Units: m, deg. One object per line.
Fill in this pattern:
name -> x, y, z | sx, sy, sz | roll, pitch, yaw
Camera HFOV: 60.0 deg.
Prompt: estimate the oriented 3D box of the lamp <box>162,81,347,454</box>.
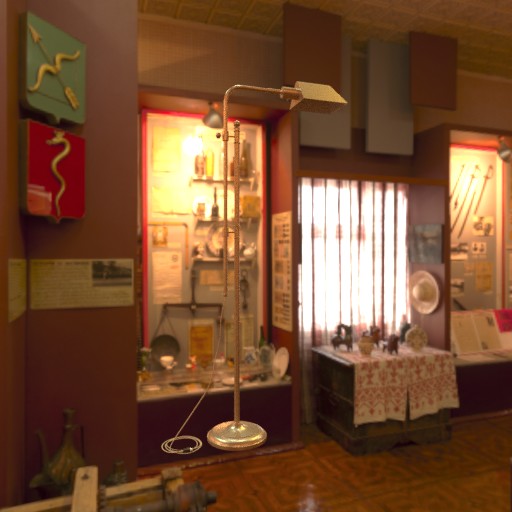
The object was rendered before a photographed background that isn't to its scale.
lamp -> 0.000, 0.000, 1.940 | 0.813, 1.571, 0.256 | 0, 0, -18
